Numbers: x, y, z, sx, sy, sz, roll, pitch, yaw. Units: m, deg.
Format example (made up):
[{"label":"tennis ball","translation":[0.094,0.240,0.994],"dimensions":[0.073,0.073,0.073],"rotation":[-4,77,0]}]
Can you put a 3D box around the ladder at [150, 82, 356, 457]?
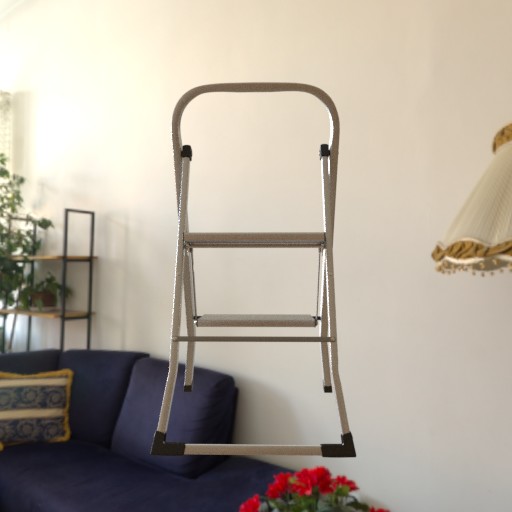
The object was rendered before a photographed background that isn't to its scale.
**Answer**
[{"label":"ladder","translation":[0.000,0.000,1.163],"dimensions":[0.465,0.830,0.530],"rotation":[0,-2,1]}]
